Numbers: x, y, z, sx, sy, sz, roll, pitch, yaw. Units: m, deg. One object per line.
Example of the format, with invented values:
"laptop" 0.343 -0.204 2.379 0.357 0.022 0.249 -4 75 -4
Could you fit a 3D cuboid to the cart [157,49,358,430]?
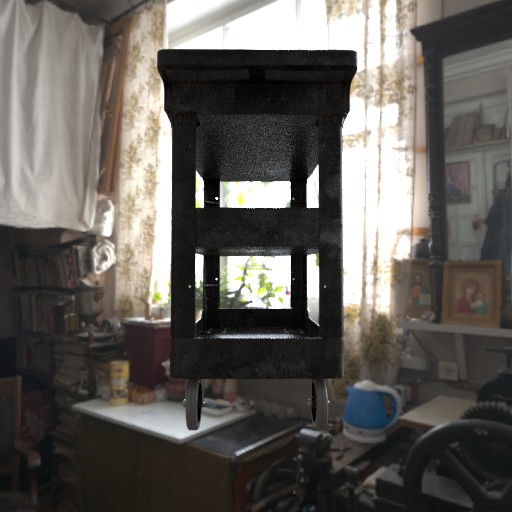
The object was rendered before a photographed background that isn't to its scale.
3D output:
"cart" 0.000 0.000 1.329 0.420 0.824 0.877 0 -2 0
